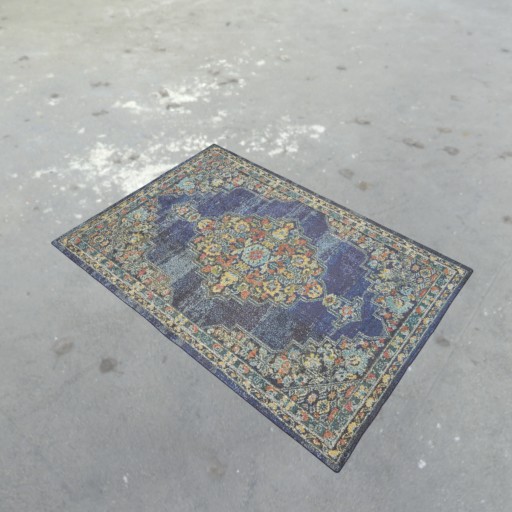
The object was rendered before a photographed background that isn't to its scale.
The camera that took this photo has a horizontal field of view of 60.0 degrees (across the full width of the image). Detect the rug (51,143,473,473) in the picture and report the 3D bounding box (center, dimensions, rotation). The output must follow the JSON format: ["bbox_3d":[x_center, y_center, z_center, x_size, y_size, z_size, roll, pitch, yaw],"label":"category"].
[{"bbox_3d":[0.000,0.000,3.722,2.940,0.011,2.053,31,54,26],"label":"rug"}]
